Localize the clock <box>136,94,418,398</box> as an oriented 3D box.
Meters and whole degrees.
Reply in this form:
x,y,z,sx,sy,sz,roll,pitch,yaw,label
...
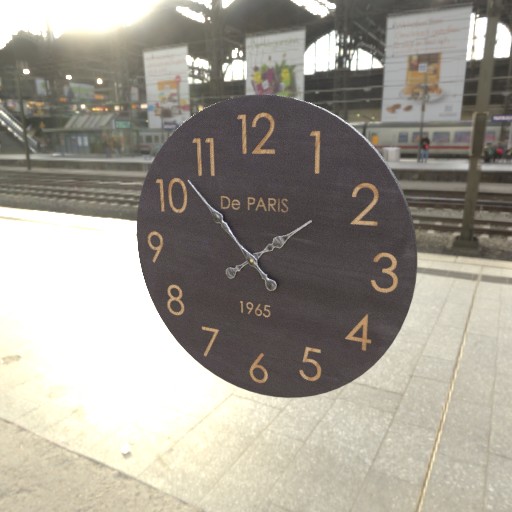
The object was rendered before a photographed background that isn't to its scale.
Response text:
x,y,z,sx,sy,sz,roll,pitch,yaw,label
0.000,0.000,0.867,0.595,0.595,0.029,7,16,26,clock
